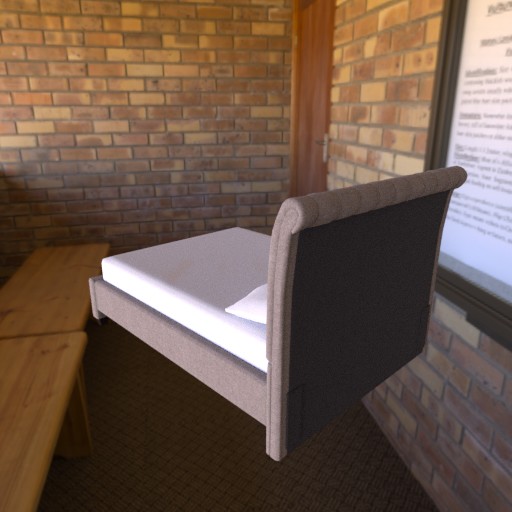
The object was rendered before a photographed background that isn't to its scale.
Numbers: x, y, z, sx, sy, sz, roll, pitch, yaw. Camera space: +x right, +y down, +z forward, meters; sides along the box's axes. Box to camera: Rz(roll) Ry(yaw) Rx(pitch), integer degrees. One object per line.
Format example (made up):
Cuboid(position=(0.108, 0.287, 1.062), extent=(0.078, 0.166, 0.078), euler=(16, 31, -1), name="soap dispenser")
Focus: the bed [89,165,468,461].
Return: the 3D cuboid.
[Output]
Cuboid(position=(0.000, 0.000, 3.290), extent=(1.645, 1.371, 2.252), euler=(-17, 25, -41), name="bed")
